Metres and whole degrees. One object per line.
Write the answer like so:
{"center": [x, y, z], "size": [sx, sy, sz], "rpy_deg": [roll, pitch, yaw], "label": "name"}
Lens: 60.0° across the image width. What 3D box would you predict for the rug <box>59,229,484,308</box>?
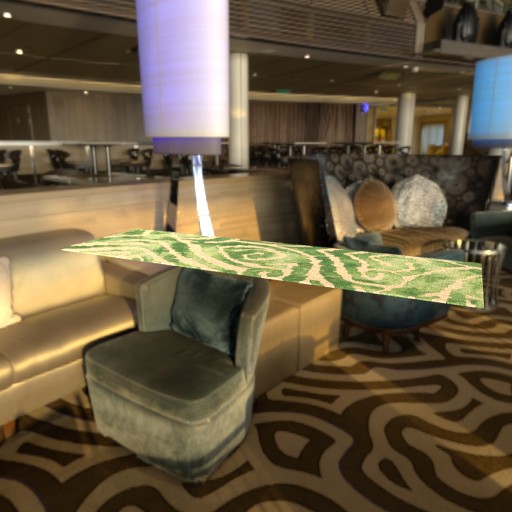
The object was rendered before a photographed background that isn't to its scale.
{"center": [0.000, 0.000, 2.665], "size": [2.438, 0.006, 0.761], "rpy_deg": [7, 16, 25], "label": "rug"}
